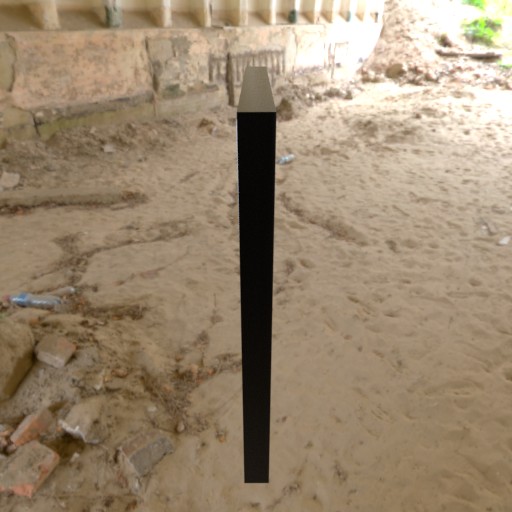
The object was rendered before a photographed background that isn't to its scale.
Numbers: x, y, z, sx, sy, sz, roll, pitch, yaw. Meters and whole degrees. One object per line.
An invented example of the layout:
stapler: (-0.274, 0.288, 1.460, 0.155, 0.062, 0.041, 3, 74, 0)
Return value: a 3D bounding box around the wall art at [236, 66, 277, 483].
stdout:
wall art: (0.000, 0.000, 0.751, 0.039, 0.553, 0.451, 0, 28, 0)
